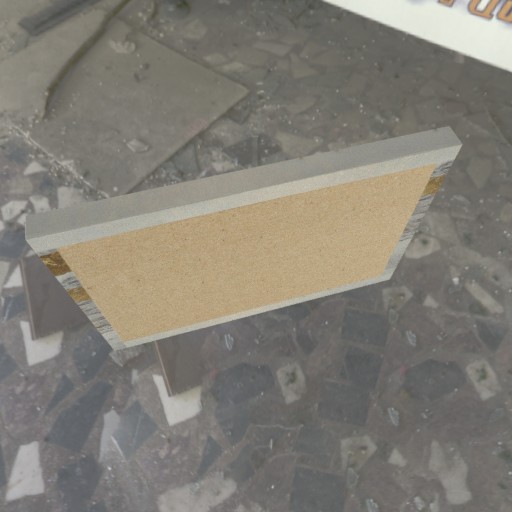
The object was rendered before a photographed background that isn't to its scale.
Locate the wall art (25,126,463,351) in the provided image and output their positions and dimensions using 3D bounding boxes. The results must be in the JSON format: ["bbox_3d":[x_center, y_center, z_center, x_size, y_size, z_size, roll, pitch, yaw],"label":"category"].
[{"bbox_3d":[0.000,0.000,0.777,0.606,0.407,0.041,-14,60,-8],"label":"wall art"}]
